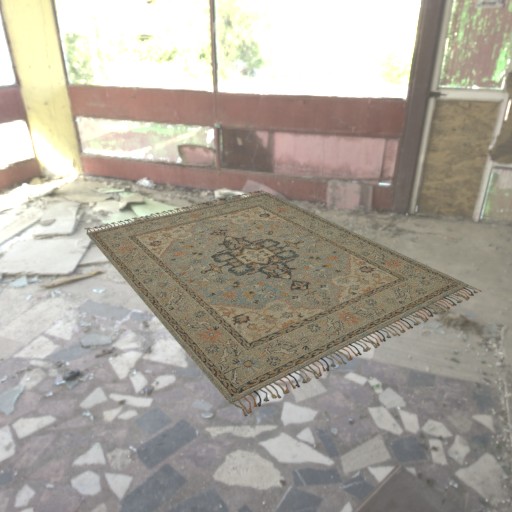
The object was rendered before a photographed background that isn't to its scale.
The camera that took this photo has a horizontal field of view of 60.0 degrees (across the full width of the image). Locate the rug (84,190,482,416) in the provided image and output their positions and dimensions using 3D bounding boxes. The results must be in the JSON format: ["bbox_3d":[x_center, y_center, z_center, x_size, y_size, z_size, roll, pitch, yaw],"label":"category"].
[{"bbox_3d":[0.000,0.000,3.510,1.971,0.010,2.651,-17,32,-30],"label":"rug"}]
